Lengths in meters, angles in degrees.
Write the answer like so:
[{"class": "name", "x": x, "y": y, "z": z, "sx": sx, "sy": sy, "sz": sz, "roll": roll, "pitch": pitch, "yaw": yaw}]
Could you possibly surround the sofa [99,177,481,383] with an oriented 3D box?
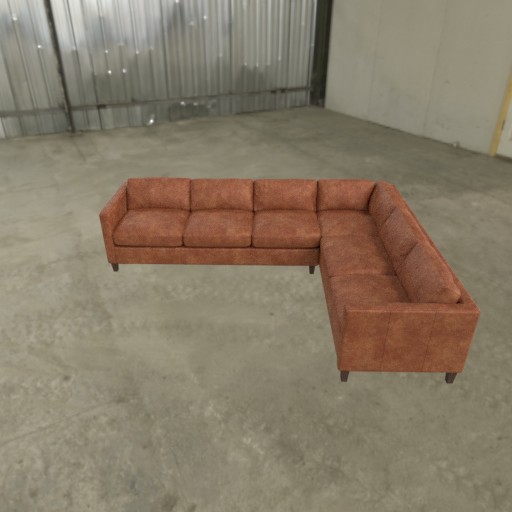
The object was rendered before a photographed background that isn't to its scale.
[{"class": "sofa", "x": 0.000, "y": 0.000, "z": 4.240, "sx": 3.167, "sy": 0.838, "sz": 2.438, "roll": 1, "pitch": 30, "yaw": 1}]
